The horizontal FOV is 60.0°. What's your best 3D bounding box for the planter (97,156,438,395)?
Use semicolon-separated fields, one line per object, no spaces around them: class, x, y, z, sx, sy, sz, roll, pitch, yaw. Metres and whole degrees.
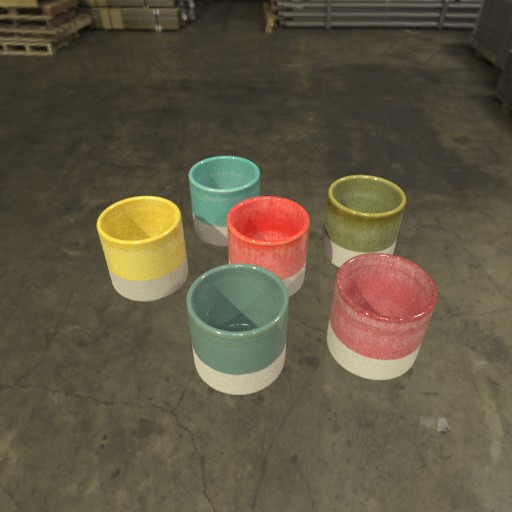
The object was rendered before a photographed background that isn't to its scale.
planter;0.000;0.000;0.417;0.286;0.075;0.257;2;40;2
